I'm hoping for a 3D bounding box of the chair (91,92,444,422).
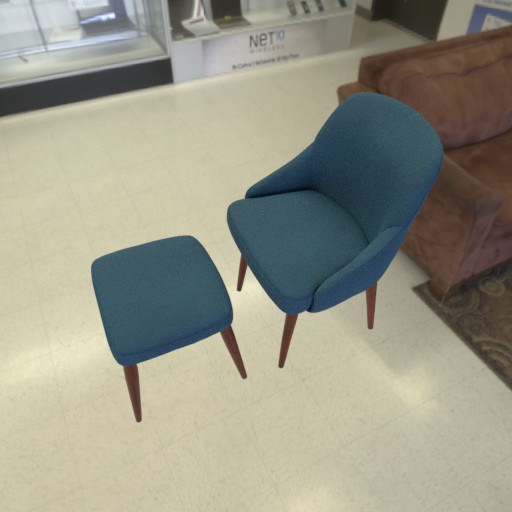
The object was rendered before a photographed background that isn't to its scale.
[{"bbox_3d":[0.000,0.000,1.557,1.114,0.866,0.584,-18,49,-17],"label":"chair"}]
